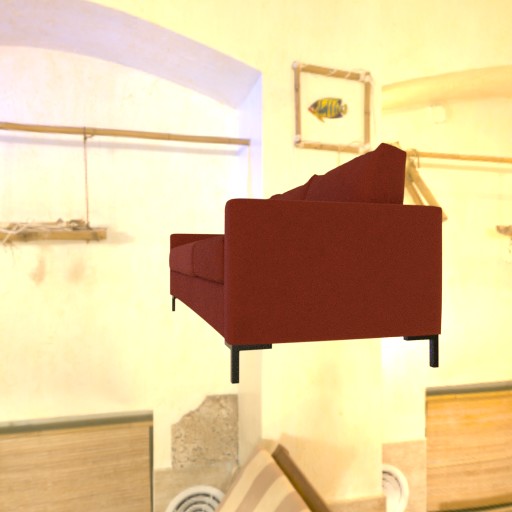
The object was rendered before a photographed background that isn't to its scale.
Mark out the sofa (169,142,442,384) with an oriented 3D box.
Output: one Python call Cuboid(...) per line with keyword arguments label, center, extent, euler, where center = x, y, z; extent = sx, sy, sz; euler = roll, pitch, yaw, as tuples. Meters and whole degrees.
Cuboid(label="sofa", center=(0.000, 0.000, 2.649), extent=(0.875, 0.879, 2.252), euler=(0, 0, -16))
